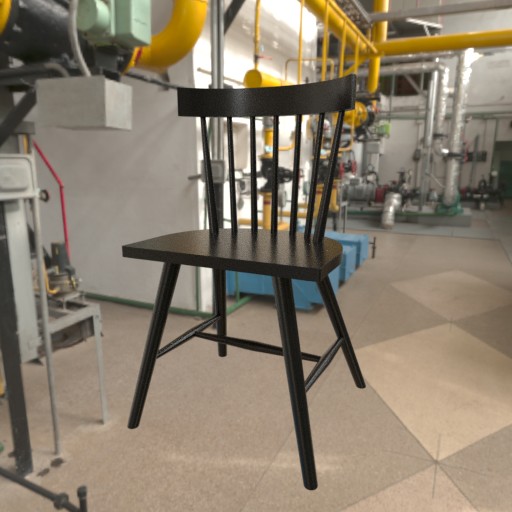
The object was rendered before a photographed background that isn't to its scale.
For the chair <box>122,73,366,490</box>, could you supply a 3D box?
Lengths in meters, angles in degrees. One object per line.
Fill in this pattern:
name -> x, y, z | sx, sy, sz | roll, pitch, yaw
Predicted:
chair -> 0.000, 0.000, 1.132 | 0.506, 0.844, 0.483 | 6, 14, 25
